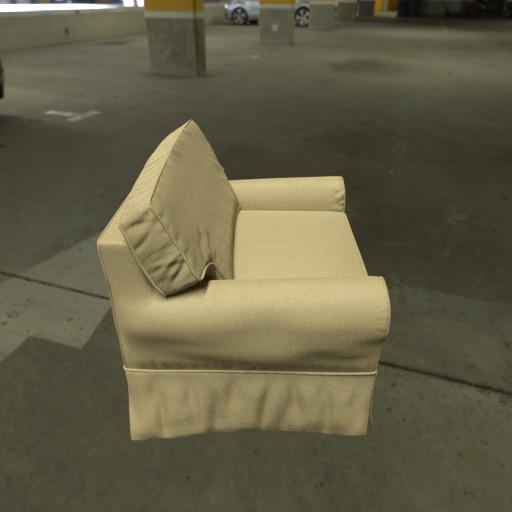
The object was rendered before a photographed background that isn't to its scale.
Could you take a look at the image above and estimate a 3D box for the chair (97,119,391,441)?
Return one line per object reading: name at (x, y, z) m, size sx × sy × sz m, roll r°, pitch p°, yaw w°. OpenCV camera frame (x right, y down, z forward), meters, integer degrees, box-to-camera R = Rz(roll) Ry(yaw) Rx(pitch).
chair at (0.000, 0.000, 1.837) m, size 0.903 × 0.937 × 1.096 m, roll 1°, pitch 30°, yaw 1°
